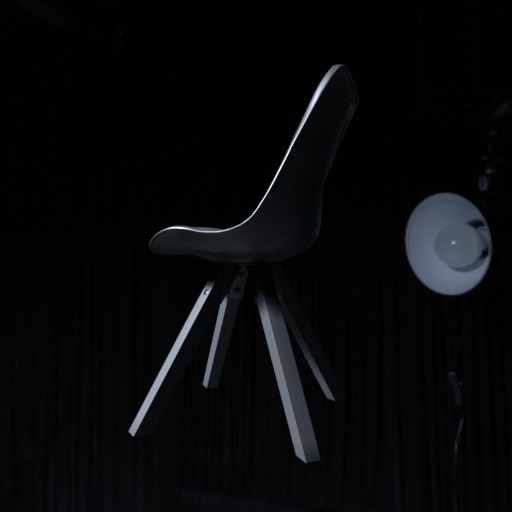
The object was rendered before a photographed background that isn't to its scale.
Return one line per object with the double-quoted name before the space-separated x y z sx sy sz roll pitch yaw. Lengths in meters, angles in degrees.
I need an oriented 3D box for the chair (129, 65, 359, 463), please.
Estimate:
"chair" 0.000 0.000 1.174 0.530 0.850 0.485 0 0 19
